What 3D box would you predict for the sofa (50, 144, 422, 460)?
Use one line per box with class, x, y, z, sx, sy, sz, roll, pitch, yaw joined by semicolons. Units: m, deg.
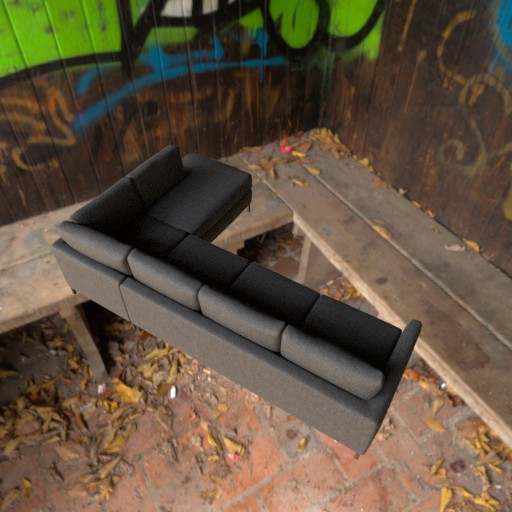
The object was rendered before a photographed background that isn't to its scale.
sofa;0.000;0.000;3.910;2.972;0.858;1.984;24;50;22
